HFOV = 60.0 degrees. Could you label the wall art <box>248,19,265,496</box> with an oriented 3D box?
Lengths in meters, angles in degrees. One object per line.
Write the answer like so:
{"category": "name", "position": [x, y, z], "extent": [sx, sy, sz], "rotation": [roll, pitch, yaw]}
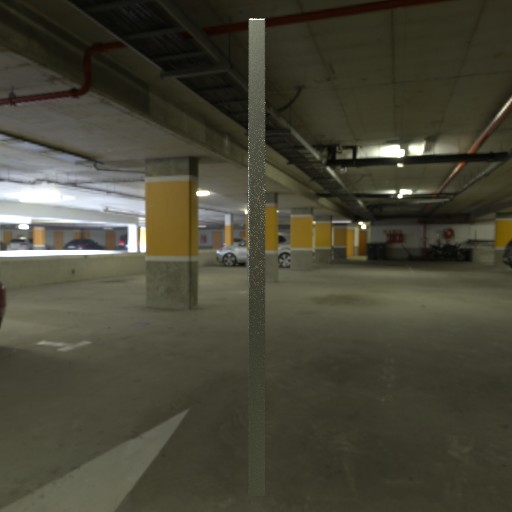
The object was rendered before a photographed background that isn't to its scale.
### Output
{"category": "wall art", "position": [0.000, 0.000, 1.385], "extent": [0.037, 1.062, 0.801], "rotation": [0, 2, 0]}
